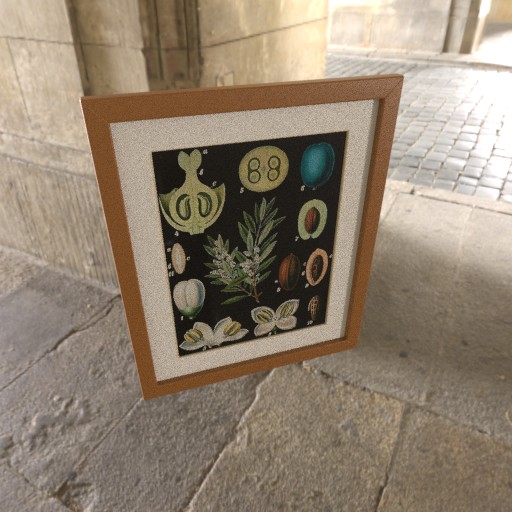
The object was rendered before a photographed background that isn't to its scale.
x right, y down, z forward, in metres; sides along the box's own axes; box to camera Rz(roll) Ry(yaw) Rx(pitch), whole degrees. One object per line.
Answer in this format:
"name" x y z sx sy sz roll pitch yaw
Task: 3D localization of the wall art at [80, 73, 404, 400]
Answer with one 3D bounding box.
"wall art" 0.000 0.000 0.747 0.449 0.550 0.021 -10 35 -15
